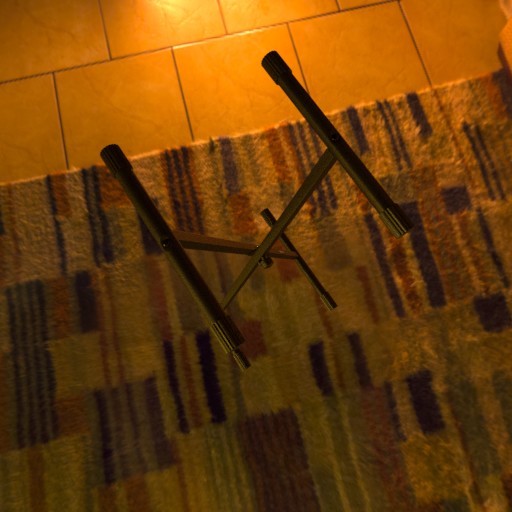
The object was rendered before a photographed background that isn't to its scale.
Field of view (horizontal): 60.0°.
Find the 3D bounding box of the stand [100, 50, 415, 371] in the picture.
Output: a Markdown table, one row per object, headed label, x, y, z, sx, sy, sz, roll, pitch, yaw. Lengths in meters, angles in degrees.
| label | x | y | z | sx | sy | sz | roll | pitch | yaw |
| --- | --- | --- | --- | --- | --- | --- | --- | --- | --- |
| stand | 0.000 | 0.000 | 1.174 | 0.409 | 0.940 | 0.449 | -33 | 78 | -8 |
